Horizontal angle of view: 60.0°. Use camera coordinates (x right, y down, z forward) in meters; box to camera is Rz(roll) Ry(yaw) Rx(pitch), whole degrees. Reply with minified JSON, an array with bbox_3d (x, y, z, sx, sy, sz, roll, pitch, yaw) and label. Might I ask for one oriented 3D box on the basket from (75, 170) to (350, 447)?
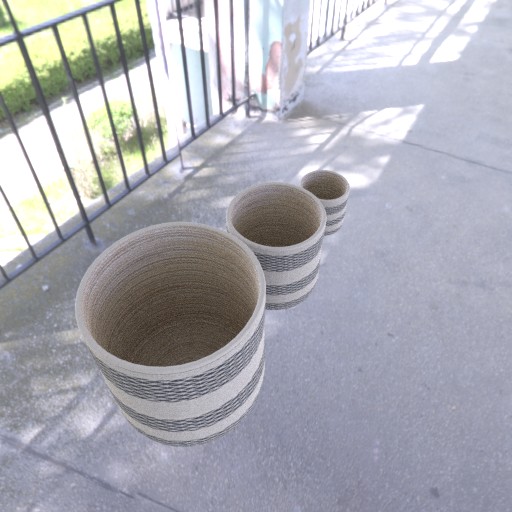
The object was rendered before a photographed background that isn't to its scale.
[{"bbox_3d":[0.000,0.000,1.105,0.351,0.356,0.917,25,52,22],"label":"basket"}]
